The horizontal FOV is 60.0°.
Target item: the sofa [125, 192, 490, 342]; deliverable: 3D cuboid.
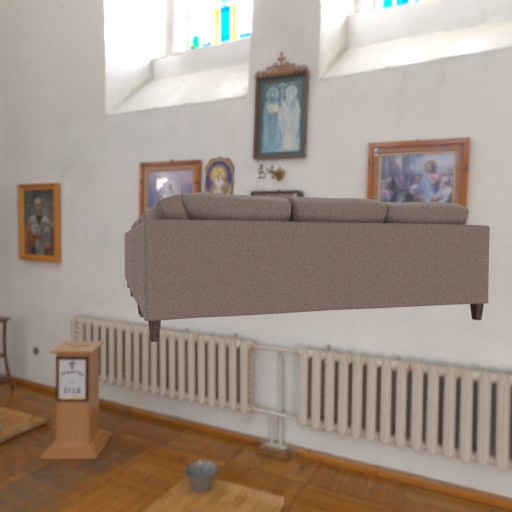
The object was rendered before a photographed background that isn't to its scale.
[{"bbox_3d":[0.000,0.000,4.431,2.424,0.865,3.438,0,2,-18],"label":"sofa"}]
